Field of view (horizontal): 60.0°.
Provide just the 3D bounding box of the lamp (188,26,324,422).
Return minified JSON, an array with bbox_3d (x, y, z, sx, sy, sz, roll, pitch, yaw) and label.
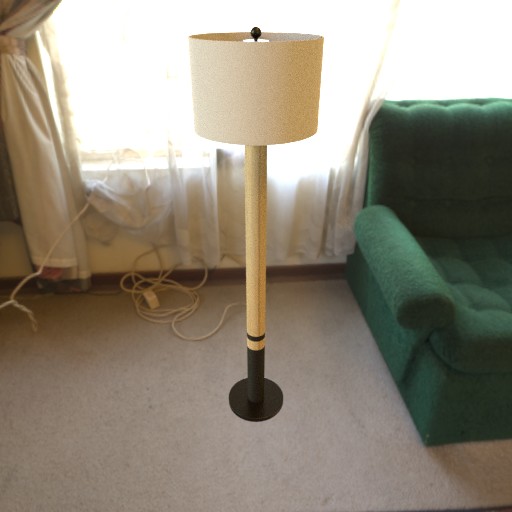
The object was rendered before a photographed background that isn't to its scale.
[{"bbox_3d":[0.000,0.000,1.603,0.381,1.478,0.381,-11,32,-18],"label":"lamp"}]
